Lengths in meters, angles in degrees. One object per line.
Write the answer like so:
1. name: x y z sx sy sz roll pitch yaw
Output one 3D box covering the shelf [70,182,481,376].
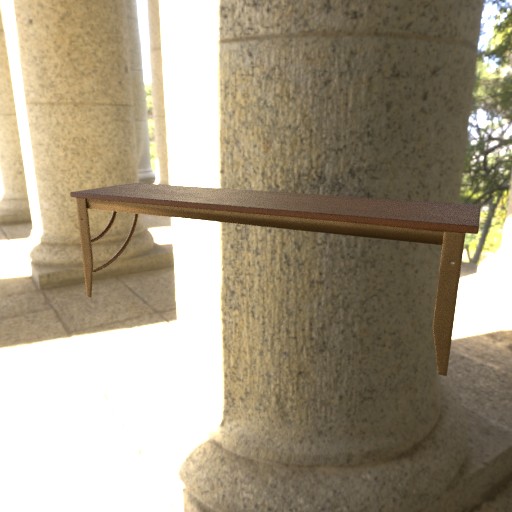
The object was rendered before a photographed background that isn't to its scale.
1. shelf: 0.000 0.000 0.725 0.636 0.190 0.166 8 18 26
